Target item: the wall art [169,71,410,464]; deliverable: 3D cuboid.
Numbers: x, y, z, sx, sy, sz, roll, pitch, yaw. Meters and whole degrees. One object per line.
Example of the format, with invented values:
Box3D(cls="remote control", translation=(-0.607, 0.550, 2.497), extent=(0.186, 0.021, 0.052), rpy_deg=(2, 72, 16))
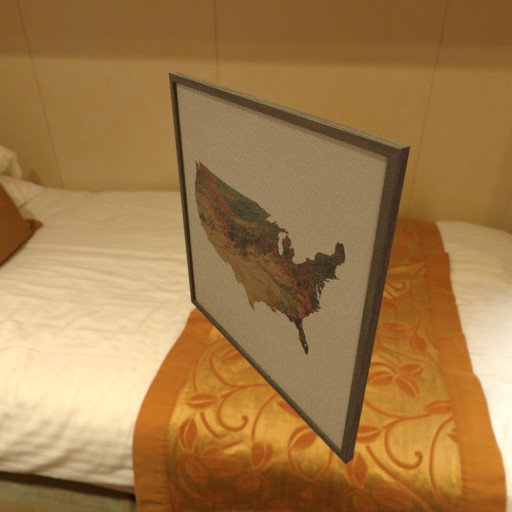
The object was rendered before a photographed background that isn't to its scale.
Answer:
Box3D(cls="wall art", translation=(0.000, 0.000, 0.741), extent=(0.016, 0.507, 0.508), rpy_deg=(-21, 37, -29))
